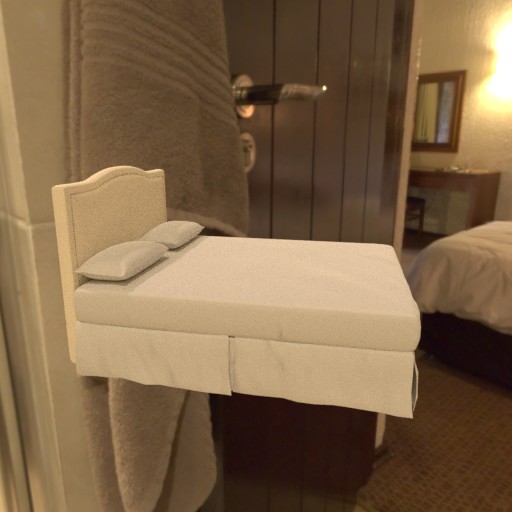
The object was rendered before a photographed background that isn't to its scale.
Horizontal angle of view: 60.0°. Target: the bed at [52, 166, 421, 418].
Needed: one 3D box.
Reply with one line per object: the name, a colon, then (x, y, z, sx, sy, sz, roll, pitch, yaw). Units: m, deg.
bed: (0.000, 0.000, 3.691, 2.477, 1.437, 1.977, 3, 15, 11)
